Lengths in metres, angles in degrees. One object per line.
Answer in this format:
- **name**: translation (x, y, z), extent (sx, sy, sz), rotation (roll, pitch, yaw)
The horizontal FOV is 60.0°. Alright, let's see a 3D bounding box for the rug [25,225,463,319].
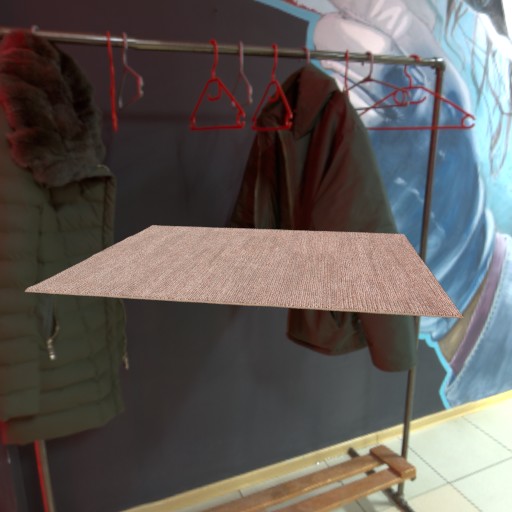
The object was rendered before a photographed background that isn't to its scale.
- **rug**: translation (0.000, 0.000, 4.166), extent (3.052, 0.030, 2.429), rotation (2, 16, 9)
